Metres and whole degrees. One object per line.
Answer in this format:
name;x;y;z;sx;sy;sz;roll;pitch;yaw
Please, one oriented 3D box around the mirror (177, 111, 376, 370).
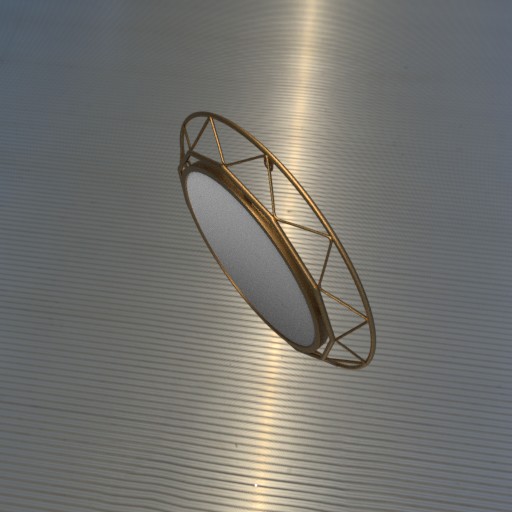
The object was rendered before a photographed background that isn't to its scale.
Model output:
mirror;0.000;0.000;0.685;0.043;0.454;0.454;-35;68;-17
